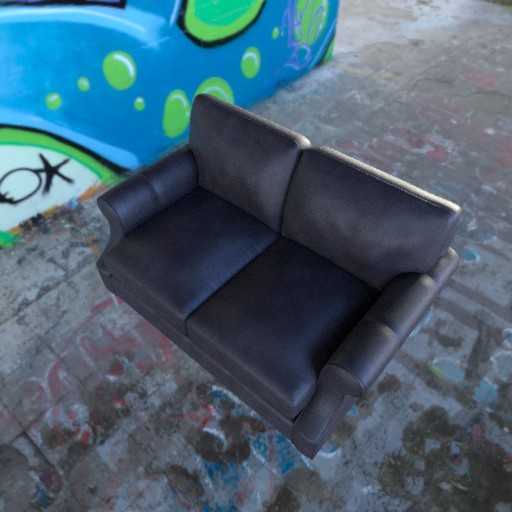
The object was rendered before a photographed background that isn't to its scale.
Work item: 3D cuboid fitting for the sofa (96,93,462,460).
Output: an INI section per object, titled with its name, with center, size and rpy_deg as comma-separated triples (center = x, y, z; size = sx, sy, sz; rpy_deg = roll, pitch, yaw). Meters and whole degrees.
[sofa]
center = 0.000, 0.000, 2.270
size = 1.663, 0.979, 1.030
rpy_deg = 32, 55, 26
